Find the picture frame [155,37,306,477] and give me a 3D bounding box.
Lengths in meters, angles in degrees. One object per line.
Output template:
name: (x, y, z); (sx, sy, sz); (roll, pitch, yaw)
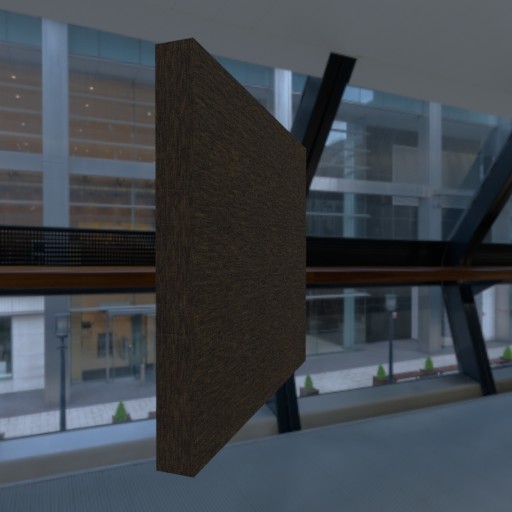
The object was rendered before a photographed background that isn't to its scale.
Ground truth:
picture frame: (0.000, 0.000, 0.516); (0.033, 0.330, 0.378); (0, 1, 19)
